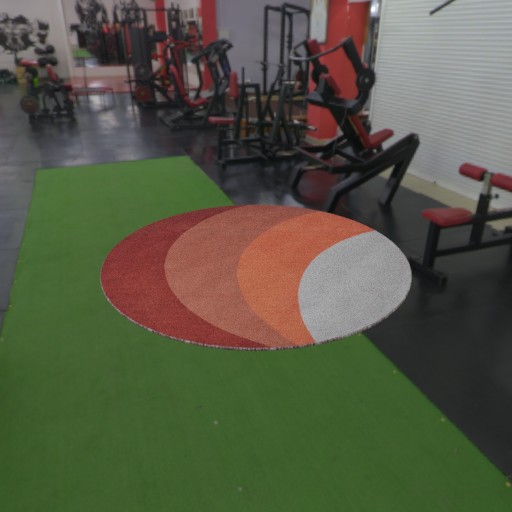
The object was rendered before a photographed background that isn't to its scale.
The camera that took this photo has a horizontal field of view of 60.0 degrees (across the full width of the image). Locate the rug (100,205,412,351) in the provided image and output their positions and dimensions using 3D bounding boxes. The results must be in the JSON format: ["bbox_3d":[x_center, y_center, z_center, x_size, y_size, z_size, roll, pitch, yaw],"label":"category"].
[{"bbox_3d":[0.000,0.000,2.258,1.514,0.015,1.514,0,26,0],"label":"rug"}]
